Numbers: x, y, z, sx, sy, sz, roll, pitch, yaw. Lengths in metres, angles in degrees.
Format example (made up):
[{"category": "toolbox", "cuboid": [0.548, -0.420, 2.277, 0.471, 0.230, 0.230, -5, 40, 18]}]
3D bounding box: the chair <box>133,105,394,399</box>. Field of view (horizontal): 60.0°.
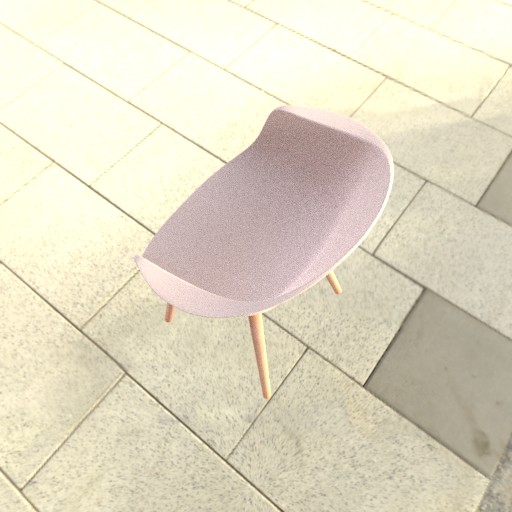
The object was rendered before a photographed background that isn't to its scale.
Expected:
[{"category": "chair", "cuboid": [0.000, 0.000, 1.192, 0.504, 0.781, 0.593, 32, 67, 16]}]
